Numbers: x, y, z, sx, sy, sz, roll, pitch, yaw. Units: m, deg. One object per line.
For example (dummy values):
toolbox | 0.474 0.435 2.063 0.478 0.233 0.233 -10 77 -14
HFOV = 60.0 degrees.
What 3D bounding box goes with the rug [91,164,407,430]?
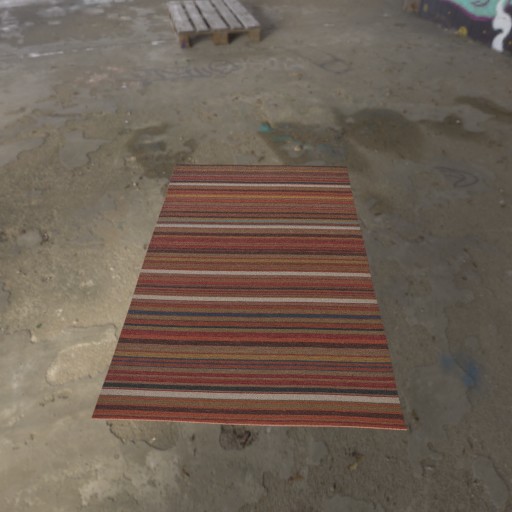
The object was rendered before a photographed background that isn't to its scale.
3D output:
rug | 0.000 0.000 3.037 1.523 0.008 2.438 1 42 1
